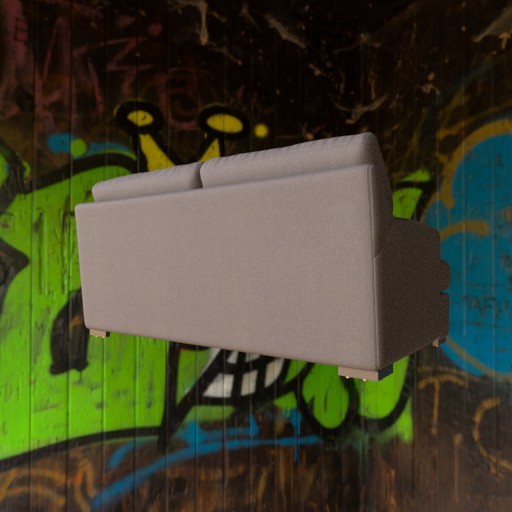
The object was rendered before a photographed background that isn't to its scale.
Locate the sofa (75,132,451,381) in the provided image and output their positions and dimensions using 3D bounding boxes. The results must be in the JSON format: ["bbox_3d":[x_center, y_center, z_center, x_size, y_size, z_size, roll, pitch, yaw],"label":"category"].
[{"bbox_3d":[0.000,0.000,2.496,1.880,0.940,1.143,-1,-1,36],"label":"sofa"}]
